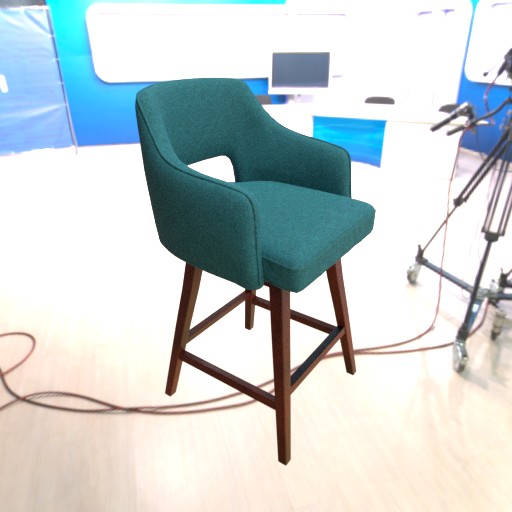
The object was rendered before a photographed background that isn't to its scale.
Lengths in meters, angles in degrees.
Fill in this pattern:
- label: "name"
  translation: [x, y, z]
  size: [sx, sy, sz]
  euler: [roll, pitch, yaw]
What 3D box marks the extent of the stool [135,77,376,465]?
- label: "stool"
  translation: [0.000, 0.000, 1.329]
  size: [0.556, 0.961, 0.548]
  euler: [18, 32, 31]
